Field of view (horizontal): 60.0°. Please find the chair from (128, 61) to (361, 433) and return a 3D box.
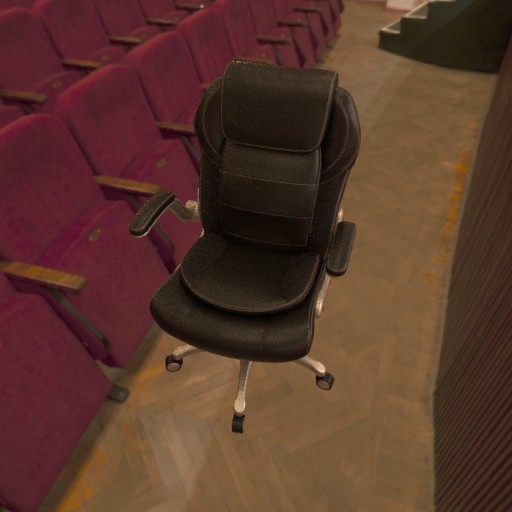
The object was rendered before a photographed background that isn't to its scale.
[{"bbox_3d":[0.000,0.000,1.626,0.724,1.141,0.801,11,42,13],"label":"chair"}]
